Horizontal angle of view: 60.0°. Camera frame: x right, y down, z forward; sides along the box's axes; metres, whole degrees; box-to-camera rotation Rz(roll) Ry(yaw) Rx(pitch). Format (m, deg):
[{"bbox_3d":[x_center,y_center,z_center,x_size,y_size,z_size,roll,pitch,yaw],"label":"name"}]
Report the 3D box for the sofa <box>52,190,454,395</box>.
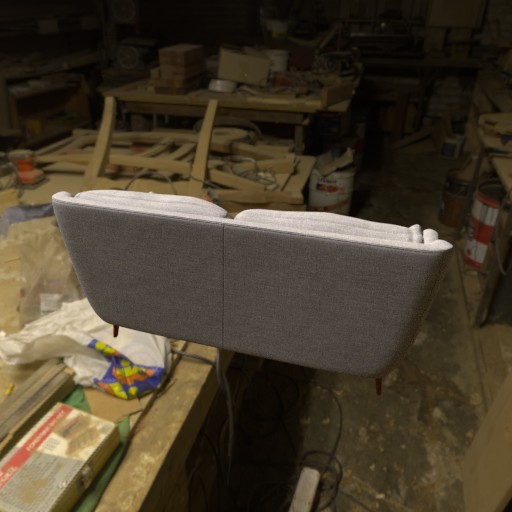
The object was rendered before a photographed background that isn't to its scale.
[{"bbox_3d":[0.000,0.000,2.481,1.930,0.897,0.976,9,31,14],"label":"sofa"}]
